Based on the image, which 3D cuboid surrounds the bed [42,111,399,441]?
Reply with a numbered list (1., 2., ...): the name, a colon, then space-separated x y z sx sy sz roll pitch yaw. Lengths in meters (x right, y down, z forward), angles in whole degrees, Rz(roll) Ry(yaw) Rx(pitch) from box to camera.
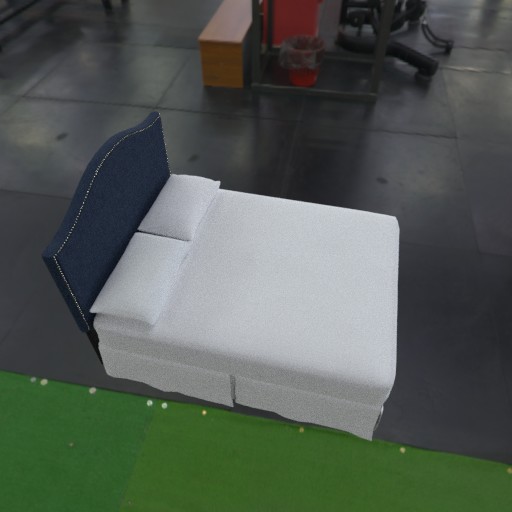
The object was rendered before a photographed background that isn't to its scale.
1. bed: 0.000 0.000 3.269 2.153 1.518 1.725 10 48 9
